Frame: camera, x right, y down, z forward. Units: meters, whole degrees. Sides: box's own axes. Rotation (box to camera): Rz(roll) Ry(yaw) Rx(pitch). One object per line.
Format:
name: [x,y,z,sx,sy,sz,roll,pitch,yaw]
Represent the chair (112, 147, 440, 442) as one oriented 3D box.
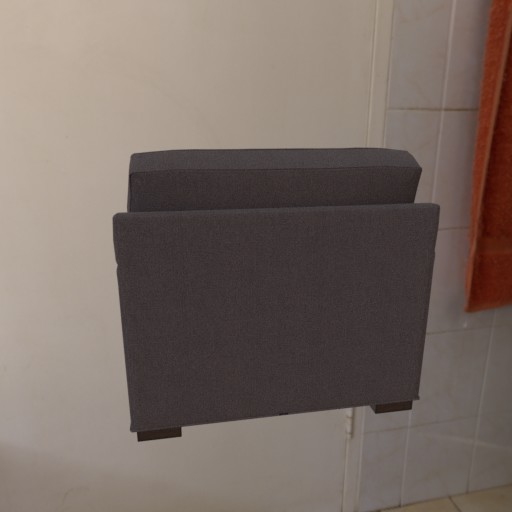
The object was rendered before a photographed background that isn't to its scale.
chair: [0.000,0.000,1.858,0.997,0.913,1.043,-3,16,-10]
